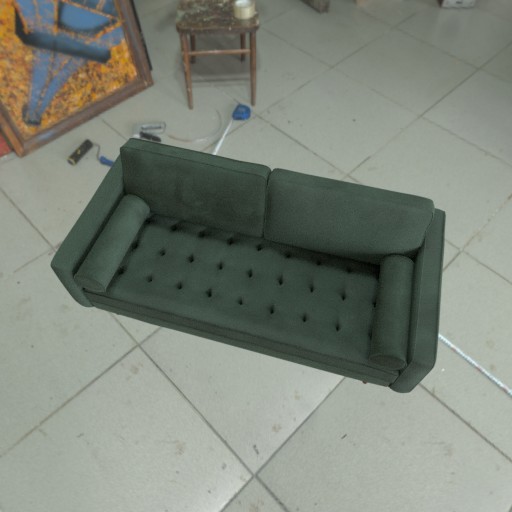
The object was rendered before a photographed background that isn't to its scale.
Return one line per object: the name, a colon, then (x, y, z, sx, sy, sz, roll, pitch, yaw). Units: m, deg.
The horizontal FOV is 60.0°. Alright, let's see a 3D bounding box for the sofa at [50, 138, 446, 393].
sofa: (0.000, 0.000, 2.407, 1.880, 0.772, 0.916, 13, 57, 9)
